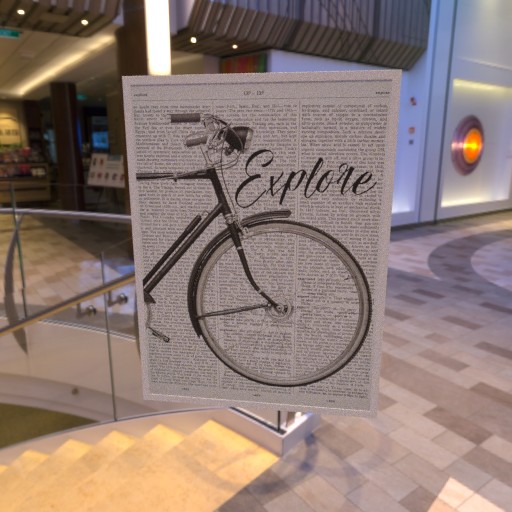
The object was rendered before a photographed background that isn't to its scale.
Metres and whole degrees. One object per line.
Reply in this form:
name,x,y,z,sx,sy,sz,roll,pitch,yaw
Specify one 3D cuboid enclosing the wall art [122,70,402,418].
wall art,0.000,0.000,0.791,0.457,0.610,0.003,2,14,8
